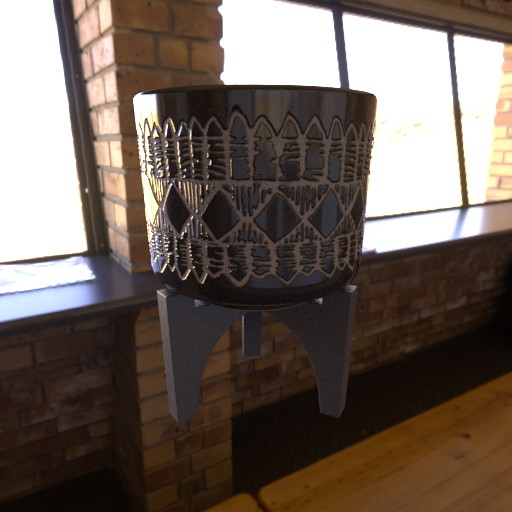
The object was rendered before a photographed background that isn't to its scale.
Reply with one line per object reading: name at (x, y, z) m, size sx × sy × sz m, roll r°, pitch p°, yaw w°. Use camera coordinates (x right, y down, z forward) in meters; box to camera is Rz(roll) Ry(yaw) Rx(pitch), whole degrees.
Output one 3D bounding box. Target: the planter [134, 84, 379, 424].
planter at (0.000, 0.000, 0.263) m, size 0.129 × 0.177 × 0.129 m, roll 0°, pitch 15°, yaw 0°
